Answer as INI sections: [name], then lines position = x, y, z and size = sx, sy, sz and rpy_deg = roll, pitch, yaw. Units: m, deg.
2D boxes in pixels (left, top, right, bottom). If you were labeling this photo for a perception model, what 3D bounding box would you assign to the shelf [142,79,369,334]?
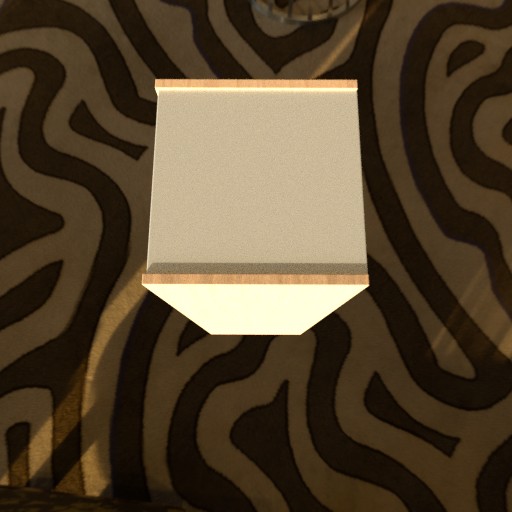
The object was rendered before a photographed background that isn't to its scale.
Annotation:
[shelf]
position = 0.000, 0.000, 1.037
size = 0.290, 0.900, 0.300
rpy_deg = 0, 76, 0
